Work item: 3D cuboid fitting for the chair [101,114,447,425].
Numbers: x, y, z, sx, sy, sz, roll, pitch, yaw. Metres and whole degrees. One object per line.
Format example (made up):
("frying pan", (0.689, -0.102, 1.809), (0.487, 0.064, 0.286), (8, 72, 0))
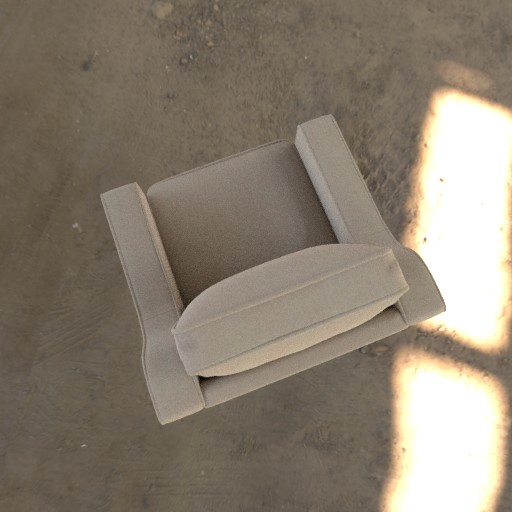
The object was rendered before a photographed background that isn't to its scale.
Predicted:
("chair", (0.000, 0.000, 1.688), (0.922, 0.948, 0.882), (-20, 77, -5))
